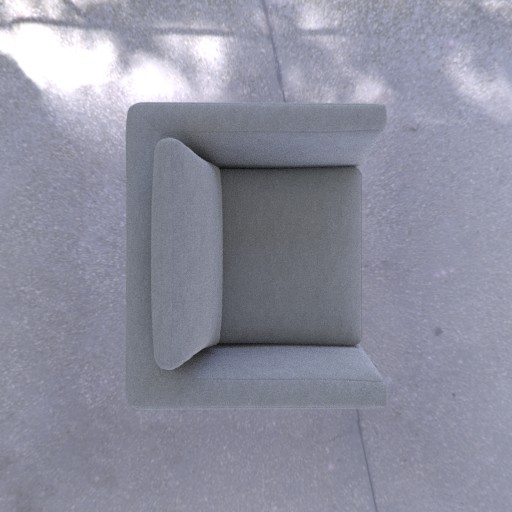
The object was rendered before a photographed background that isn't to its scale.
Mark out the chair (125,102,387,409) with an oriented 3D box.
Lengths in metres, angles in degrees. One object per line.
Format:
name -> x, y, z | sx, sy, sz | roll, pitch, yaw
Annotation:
chair -> 0.000, 0.000, 1.737 | 0.889, 0.864, 1.041 | 0, 89, -1
